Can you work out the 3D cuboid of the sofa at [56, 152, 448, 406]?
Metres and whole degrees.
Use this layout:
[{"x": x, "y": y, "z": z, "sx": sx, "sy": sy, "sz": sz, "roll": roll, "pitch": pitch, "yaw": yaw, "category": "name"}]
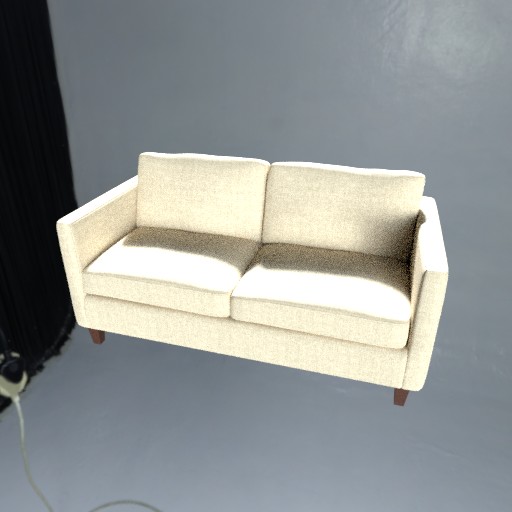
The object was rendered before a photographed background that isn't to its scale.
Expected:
[{"x": 0.000, "y": 0.000, "z": 2.495, "sx": 1.884, "sy": 0.963, "sz": 0.950, "roll": 8, "pitch": 28, "yaw": 14, "category": "sofa"}]
